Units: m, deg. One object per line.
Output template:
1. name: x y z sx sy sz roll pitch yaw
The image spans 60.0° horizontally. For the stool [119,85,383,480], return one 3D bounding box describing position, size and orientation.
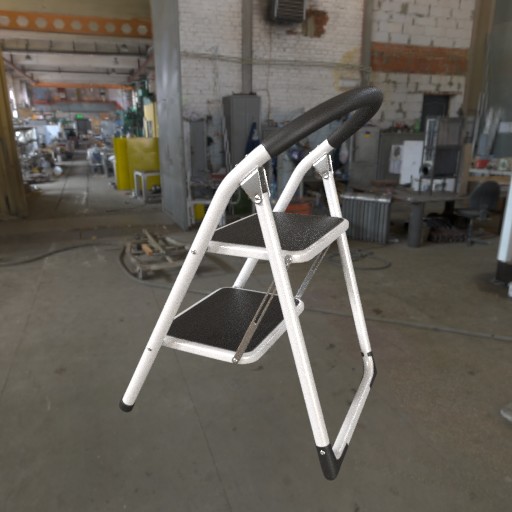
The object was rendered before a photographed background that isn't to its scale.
1. stool: 0.000 0.000 1.081 0.559 0.760 0.453 8 18 24
